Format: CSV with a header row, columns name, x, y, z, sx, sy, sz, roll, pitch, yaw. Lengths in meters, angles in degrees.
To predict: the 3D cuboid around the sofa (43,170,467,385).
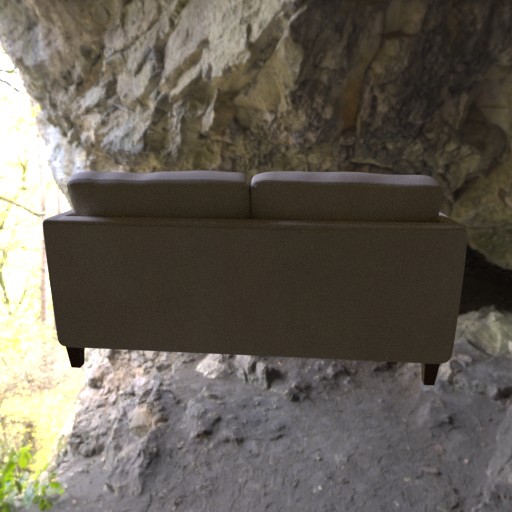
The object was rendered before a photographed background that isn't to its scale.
name,x,y,z,sx,sy,sz,roll,pitch,yaw
sofa,0.000,0.000,2.381,1.846,0.940,0.950,1,16,5
